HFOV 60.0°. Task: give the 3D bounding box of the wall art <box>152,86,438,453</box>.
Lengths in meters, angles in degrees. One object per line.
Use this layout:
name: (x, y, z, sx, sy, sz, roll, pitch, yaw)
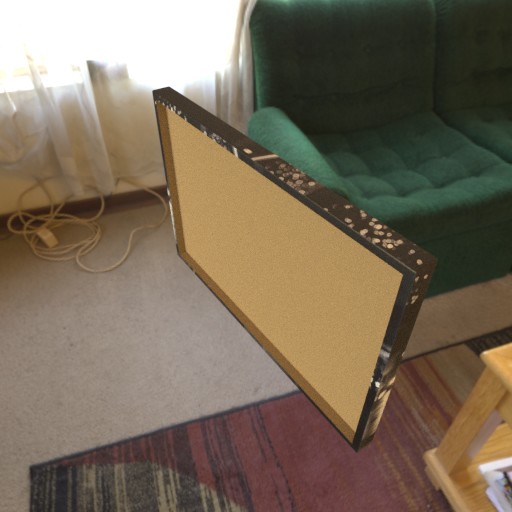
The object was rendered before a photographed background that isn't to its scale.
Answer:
wall art: (0.000, 0.000, 0.780, 0.037, 0.406, 0.609, -26, 47, -26)
